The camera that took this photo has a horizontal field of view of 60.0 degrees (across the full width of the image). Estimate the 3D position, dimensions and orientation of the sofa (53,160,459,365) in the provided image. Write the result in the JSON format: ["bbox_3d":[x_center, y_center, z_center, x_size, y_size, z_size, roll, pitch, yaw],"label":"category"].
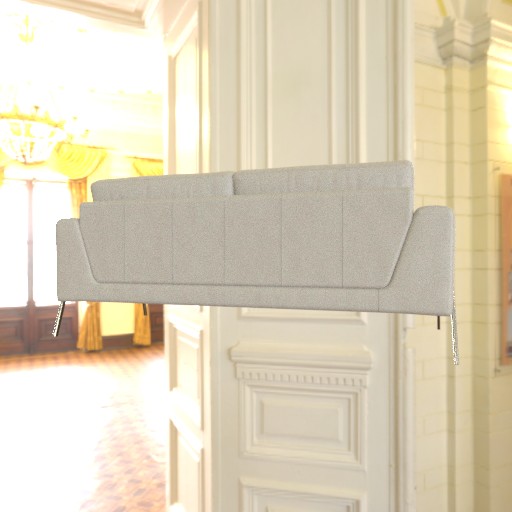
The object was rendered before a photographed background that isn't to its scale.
[{"bbox_3d":[0.000,0.000,2.532,2.017,0.875,0.953,0,0,18],"label":"sofa"}]
